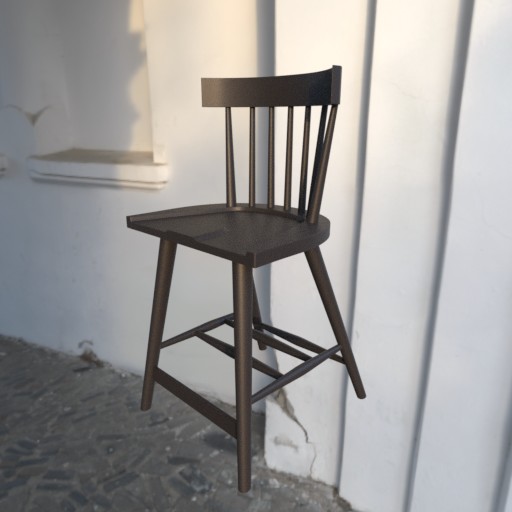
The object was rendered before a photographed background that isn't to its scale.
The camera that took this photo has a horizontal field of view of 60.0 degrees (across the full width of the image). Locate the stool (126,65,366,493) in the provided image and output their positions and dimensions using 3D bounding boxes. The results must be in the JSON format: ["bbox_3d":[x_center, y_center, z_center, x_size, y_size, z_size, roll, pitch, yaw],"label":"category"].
[{"bbox_3d":[0.000,0.000,1.238,0.494,0.953,0.549,16,24,42],"label":"stool"}]
